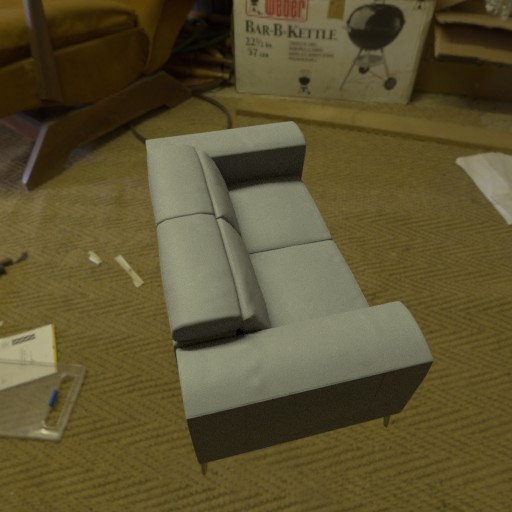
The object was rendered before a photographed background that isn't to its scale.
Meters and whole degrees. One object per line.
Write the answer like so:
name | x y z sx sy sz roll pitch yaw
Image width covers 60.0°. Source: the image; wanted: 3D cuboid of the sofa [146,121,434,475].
sofa | 0.000 0.000 2.436 1.003 0.779 1.895 -10 47 -10
